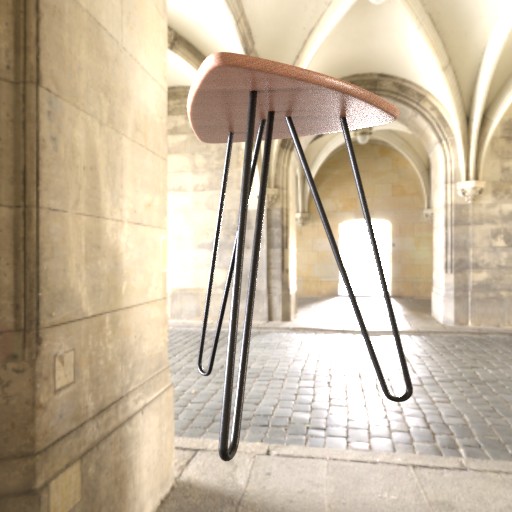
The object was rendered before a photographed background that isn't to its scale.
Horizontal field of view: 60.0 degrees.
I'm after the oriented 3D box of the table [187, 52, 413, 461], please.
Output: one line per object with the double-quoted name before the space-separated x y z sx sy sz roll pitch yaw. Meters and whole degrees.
"table" 0.000 0.000 0.890 0.442 0.564 0.455 0 0 -37
